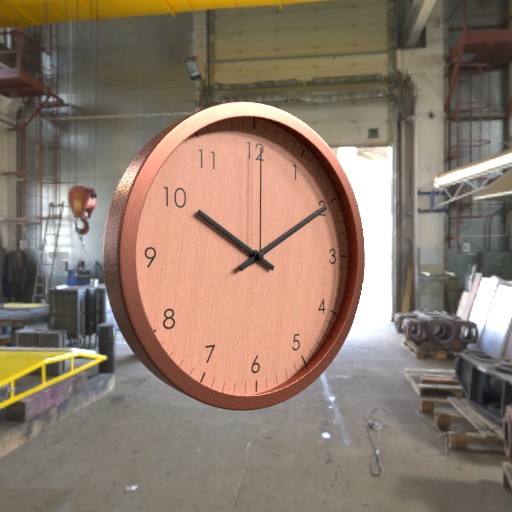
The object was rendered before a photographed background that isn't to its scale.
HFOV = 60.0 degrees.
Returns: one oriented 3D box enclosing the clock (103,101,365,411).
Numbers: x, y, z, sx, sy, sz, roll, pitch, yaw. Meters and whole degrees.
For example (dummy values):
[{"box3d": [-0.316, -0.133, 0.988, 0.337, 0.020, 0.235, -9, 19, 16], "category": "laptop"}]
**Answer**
[{"box3d": [0.000, 0.000, 0.473, 0.313, 0.313, 0.040, 0, 0, -37], "category": "clock"}]
